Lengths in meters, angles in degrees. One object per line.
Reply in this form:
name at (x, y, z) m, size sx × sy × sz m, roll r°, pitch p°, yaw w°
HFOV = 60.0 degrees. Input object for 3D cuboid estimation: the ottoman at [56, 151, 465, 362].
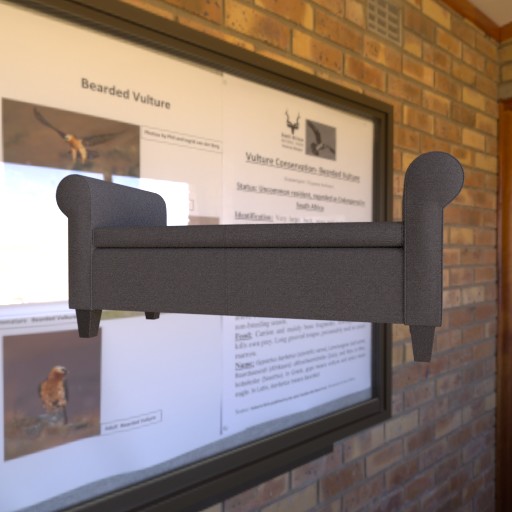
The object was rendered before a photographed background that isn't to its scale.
ottoman at (0.000, 0.000, 1.538) m, size 1.256 × 0.547 × 0.521 m, roll 0°, pitch 1°, yaw 18°
